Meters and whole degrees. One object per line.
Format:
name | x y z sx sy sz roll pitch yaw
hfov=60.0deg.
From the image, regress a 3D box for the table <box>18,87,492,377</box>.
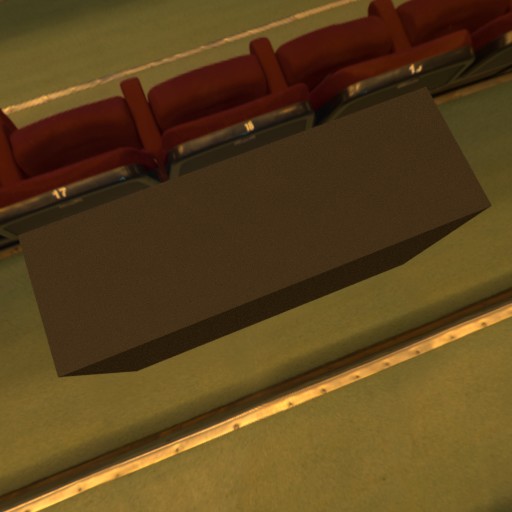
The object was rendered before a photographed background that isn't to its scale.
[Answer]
table | 0.000 0.000 1.593 1.200 0.855 0.400 -21 77 -5
